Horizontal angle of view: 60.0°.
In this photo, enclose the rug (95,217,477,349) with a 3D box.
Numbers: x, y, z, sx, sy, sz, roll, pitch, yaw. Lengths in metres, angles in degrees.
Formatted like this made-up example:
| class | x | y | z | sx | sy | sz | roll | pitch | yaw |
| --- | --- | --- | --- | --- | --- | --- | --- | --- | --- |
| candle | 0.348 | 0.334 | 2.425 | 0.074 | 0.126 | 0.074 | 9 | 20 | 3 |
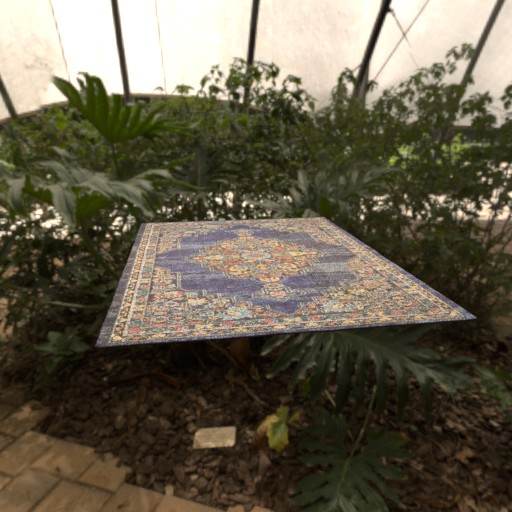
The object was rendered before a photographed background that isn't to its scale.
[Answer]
| class | x | y | z | sx | sy | sz | roll | pitch | yaw |
| --- | --- | --- | --- | --- | --- | --- | --- | --- | --- |
| rug | 0.000 | 0.000 | 2.873 | 1.630 | 0.009 | 2.232 | -3 | 17 | -9 |
